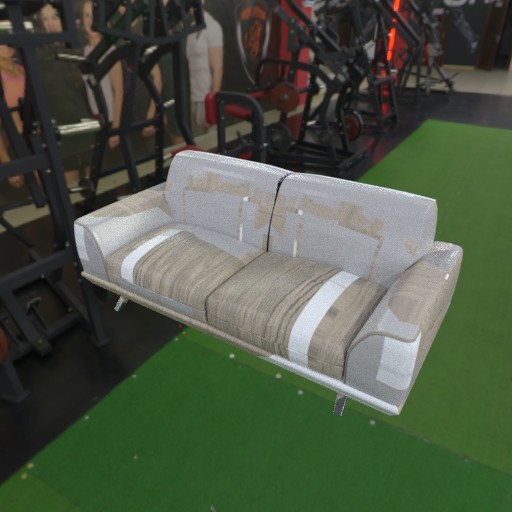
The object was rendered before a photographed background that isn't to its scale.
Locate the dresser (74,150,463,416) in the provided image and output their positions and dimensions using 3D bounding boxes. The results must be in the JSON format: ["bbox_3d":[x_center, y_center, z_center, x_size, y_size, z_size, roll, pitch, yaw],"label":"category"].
[{"bbox_3d":[0.000,0.000,5.845,4.679,1.863,2.251,18,34,28],"label":"dresser"}]
